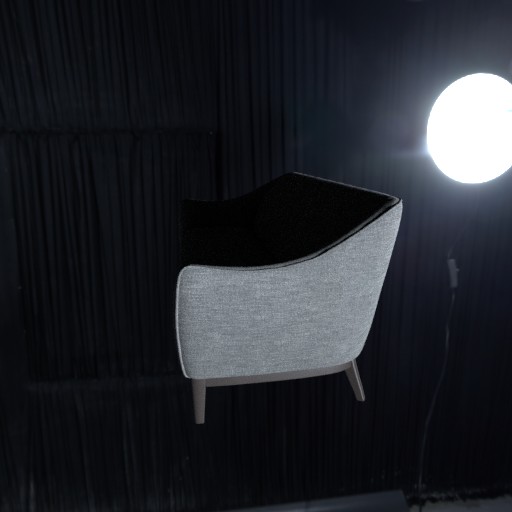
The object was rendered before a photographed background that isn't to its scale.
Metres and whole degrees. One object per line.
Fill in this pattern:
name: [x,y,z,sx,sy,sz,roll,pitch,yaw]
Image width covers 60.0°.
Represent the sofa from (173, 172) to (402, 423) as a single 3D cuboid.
sofa: [0.000,0.000,2.457,0.867,0.829,1.928,-2,14,-9]
